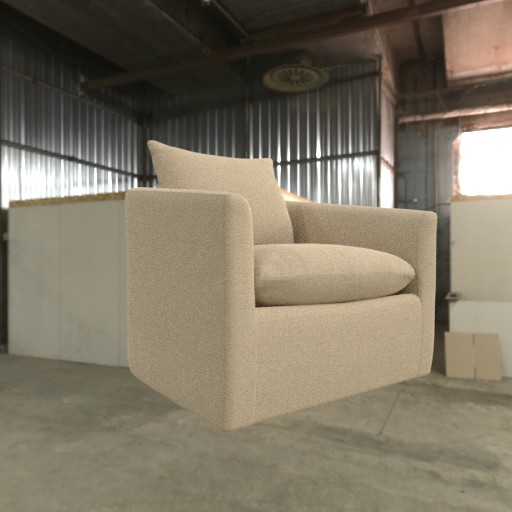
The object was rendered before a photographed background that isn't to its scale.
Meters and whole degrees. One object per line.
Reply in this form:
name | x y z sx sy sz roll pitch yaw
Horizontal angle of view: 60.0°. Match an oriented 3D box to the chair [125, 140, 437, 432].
chair | 0.000 0.000 1.578 0.845 0.848 0.910 0 1 -36
